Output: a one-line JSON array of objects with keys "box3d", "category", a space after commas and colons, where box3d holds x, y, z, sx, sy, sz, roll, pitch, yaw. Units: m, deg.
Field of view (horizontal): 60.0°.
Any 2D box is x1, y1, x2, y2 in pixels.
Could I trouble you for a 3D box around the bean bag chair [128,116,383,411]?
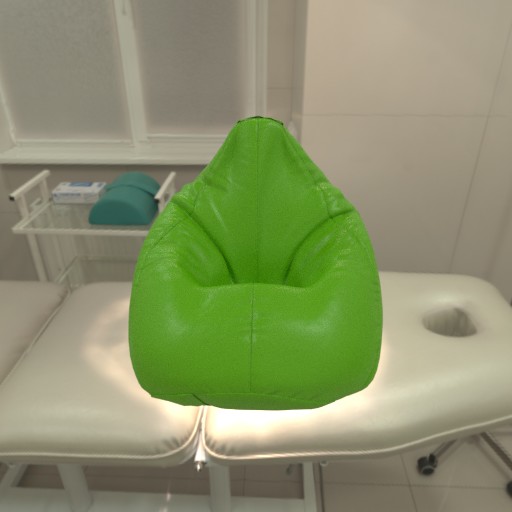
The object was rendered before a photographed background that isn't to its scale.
[{"box3d": [0.000, 0.000, 1.864, 1.070, 0.990, 1.070, 1, 30, 2], "category": "bean bag chair"}]
